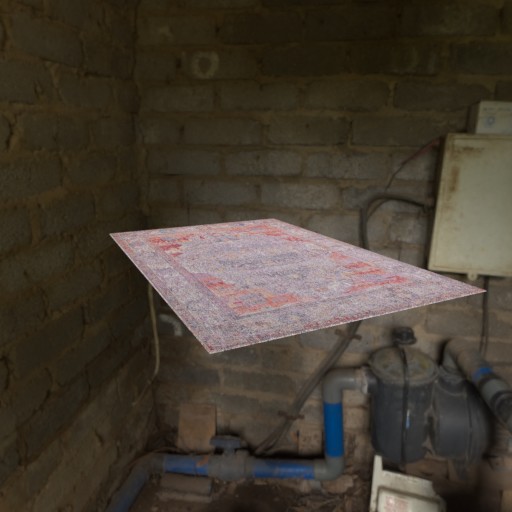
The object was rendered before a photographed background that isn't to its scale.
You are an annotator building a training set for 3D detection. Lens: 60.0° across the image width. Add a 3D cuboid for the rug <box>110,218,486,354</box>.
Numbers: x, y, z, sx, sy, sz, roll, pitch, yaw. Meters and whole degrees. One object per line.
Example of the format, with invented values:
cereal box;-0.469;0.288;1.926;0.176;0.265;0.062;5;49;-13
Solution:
rug;0.000;0.000;2.360;1.219;0.005;1.829;-8;17;-26
